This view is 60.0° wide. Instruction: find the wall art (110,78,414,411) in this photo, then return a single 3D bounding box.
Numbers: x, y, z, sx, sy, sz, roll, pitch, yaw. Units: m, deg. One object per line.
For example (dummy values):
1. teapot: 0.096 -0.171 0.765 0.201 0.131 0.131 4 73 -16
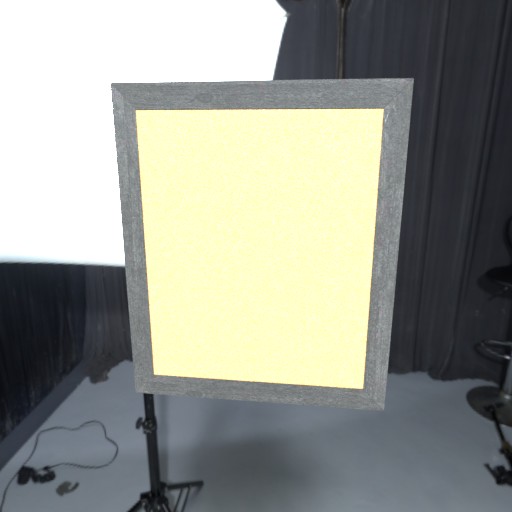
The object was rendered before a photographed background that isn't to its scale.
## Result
1. wall art: 0.000 0.000 0.772 0.476 0.570 0.013 2 16 7
